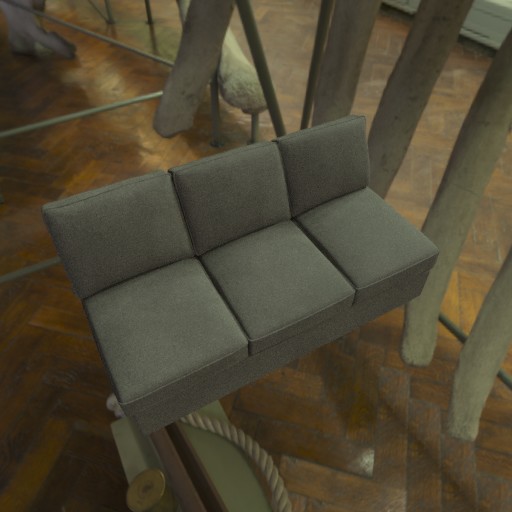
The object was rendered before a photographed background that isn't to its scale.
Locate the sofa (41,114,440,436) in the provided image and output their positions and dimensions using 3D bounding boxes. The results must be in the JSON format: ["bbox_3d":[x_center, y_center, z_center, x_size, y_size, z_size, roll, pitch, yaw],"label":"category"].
[{"bbox_3d":[0.000,0.000,2.553,1.962,0.973,1.027,-22,50,-20],"label":"sofa"}]
